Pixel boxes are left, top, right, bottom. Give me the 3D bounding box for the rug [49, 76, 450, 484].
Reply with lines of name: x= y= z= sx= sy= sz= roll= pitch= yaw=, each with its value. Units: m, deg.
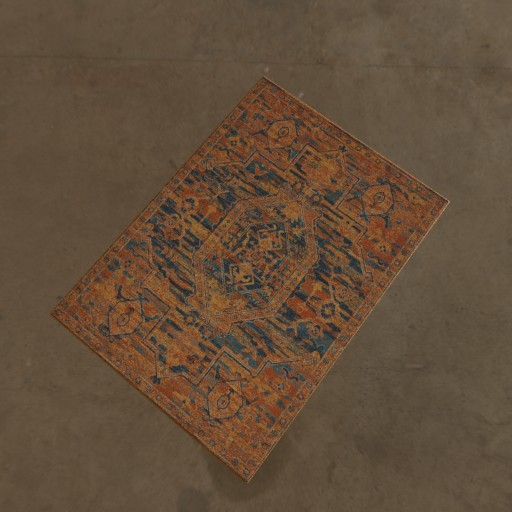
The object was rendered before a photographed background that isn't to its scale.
rug: x=0.000 y=0.000 z=2.883 sx=1.588 sy=0.024 sz=2.204 roll=37 pitch=78 yaw=9
